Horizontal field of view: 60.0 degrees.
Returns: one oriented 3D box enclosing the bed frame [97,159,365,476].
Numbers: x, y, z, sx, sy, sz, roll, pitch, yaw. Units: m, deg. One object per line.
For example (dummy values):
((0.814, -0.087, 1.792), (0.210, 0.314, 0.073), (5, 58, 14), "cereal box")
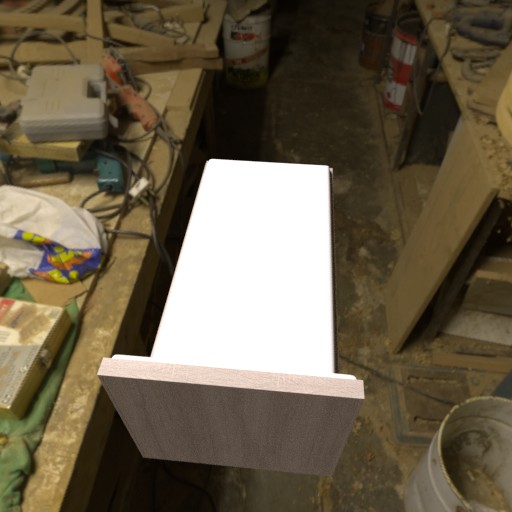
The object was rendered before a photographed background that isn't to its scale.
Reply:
((0.000, 0.000, 2.682), (0.990, 0.920, 2.140), (4, 48, 4), "bed frame")
